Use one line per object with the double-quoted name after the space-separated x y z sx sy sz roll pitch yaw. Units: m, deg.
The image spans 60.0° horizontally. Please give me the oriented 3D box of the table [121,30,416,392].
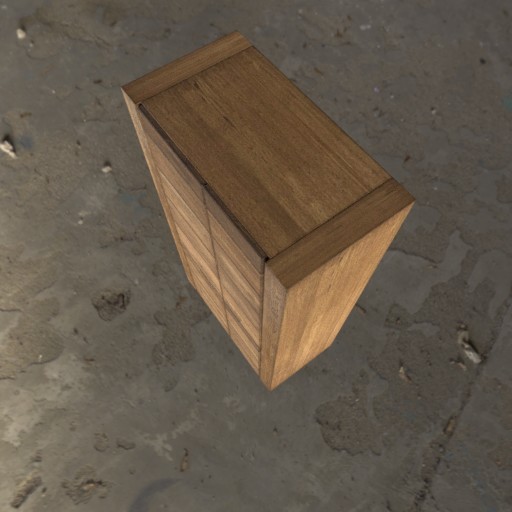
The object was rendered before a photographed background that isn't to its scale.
0.000 0.000 2.578 0.600 2.000 1.100 -33 69 -15 "table"
